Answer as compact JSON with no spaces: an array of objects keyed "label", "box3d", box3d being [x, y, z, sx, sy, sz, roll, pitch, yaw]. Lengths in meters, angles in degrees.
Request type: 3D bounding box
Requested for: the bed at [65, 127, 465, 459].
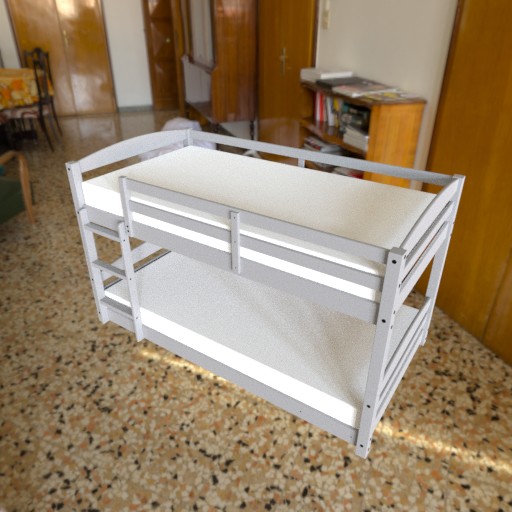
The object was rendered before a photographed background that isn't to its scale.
[{"label":"bed","box3d":[0.000,0.000,2.778,2.013,1.206,1.105,18,34,29]}]
